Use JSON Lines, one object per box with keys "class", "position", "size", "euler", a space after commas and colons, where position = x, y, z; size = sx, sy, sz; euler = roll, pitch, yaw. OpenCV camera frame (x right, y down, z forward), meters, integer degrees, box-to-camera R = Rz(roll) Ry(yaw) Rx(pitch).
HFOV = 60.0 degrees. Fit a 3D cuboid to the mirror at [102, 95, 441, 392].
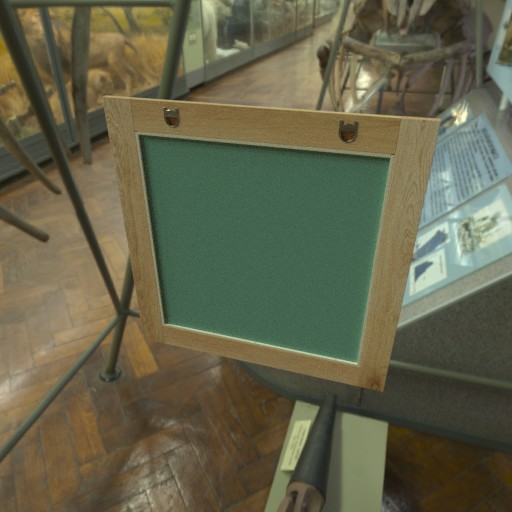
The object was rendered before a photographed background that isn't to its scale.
{"class": "mirror", "position": [0.000, 0.000, 1.224], "size": [0.800, 0.800, 0.020], "euler": [9, 32, 14]}
